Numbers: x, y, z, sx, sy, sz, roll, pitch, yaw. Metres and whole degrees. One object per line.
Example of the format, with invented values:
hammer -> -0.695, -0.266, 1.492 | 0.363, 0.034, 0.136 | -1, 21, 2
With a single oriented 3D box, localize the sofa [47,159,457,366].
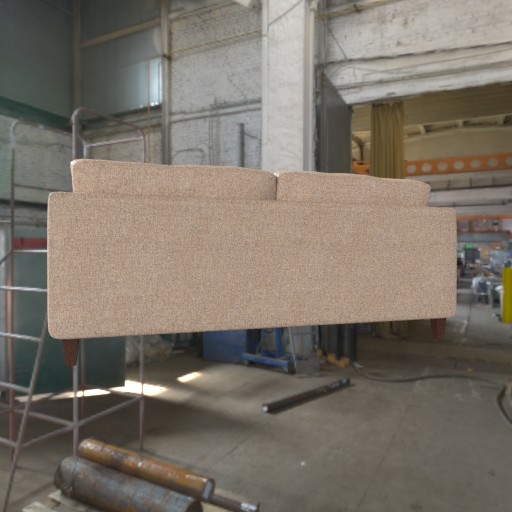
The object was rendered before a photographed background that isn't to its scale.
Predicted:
sofa -> 0.000, 0.000, 2.684 | 2.208, 0.965, 0.951 | 0, 0, -18
